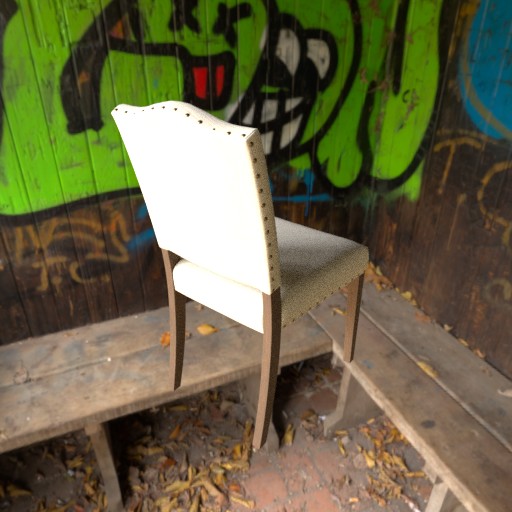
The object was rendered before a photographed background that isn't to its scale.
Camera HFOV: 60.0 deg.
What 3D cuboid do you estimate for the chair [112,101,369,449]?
[{"bbox_3d":[0.000,0.000,1.406,0.508,1.015,0.619,21,35,33],"label":"chair"}]
